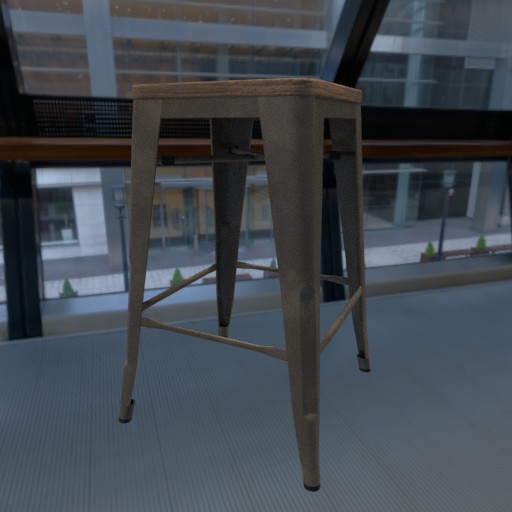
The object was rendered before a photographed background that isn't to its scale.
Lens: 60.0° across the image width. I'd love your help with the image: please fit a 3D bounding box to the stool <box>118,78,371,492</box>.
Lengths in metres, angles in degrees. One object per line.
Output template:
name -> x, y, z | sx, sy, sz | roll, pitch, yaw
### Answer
stool -> 0.000, 0.000, 0.859 | 0.407, 0.607, 0.407 | 8, 19, 24
